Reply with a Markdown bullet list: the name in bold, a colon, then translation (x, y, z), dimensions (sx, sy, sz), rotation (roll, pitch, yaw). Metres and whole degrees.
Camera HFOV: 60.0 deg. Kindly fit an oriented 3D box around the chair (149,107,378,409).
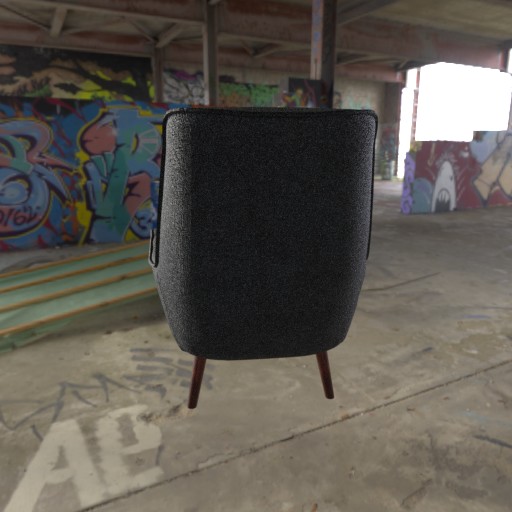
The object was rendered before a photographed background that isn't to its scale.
- **chair**: translation (0.000, 0.000, 1.471), dimensions (0.763, 0.883, 0.859), rotation (-2, 14, -7)
